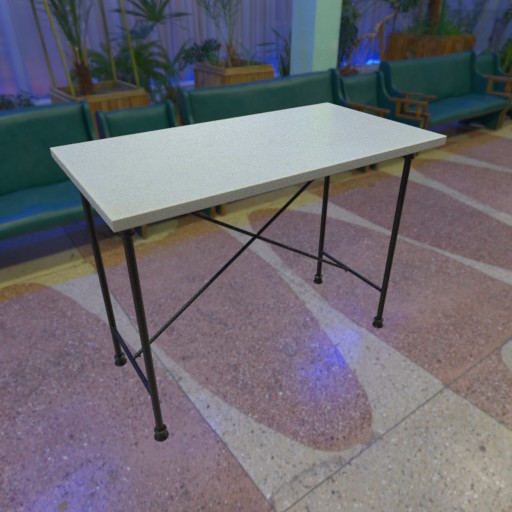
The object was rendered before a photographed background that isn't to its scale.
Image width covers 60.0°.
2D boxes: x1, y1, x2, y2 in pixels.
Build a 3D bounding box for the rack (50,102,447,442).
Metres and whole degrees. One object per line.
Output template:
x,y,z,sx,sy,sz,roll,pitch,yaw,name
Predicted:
0.000,0.000,1.685,1.159,0.880,0.613,-19,36,-28,rack
